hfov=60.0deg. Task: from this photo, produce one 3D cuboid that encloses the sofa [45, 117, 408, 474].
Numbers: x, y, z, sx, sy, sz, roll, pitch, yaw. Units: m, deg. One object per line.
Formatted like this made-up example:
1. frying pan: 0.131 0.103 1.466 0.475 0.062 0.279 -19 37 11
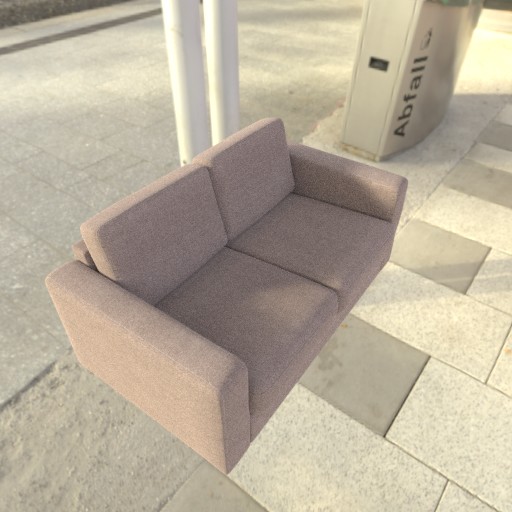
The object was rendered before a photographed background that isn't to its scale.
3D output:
1. sofa: 0.000 0.000 2.033 0.900 0.800 1.520 25 46 26
